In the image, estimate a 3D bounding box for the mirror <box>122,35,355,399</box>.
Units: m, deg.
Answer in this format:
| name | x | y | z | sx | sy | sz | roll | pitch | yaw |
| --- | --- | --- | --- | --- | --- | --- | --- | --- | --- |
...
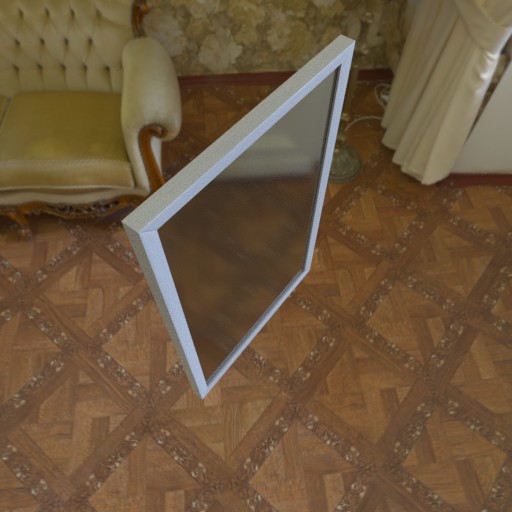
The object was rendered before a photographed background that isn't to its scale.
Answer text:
| name | x | y | z | sx | sy | sz | roll | pitch | yaw |
| --- | --- | --- | --- | --- | --- | --- | --- | --- | --- |
| mirror | 0.000 | 0.000 | 1.165 | 0.040 | 0.915 | 0.609 | 33 | 63 | 19 |
